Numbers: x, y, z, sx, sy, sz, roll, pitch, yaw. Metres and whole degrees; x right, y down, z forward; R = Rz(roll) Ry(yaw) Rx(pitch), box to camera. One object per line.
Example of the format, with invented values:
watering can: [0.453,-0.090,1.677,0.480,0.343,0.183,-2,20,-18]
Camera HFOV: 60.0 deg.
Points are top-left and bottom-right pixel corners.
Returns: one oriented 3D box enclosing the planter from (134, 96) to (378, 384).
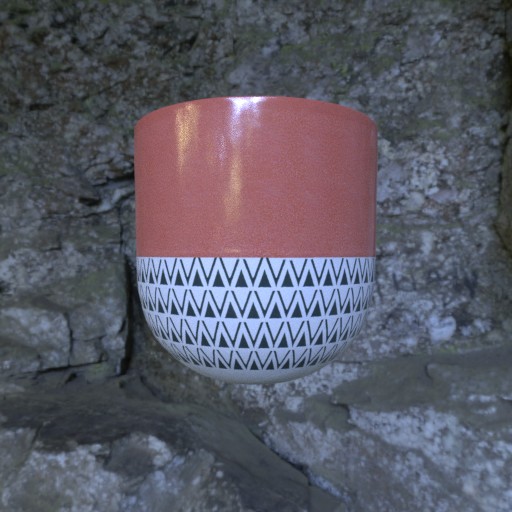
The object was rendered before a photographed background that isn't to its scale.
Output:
planter: [0.000,0.000,0.503,0.266,0.270,0.266,0,0,0]
